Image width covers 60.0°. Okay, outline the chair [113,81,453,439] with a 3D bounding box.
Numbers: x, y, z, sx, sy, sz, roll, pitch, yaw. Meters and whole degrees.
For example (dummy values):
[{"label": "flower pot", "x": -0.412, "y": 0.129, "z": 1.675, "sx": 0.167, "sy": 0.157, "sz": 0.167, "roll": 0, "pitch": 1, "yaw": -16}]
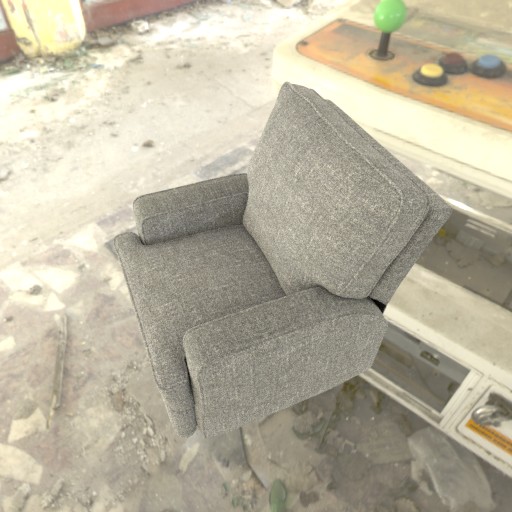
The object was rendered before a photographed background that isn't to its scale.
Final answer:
[{"label": "chair", "x": 0.000, "y": 0.000, "z": 1.669, "sx": 0.964, "sy": 0.962, "sz": 0.861, "roll": -17, "pitch": 49, "yaw": -16}]
